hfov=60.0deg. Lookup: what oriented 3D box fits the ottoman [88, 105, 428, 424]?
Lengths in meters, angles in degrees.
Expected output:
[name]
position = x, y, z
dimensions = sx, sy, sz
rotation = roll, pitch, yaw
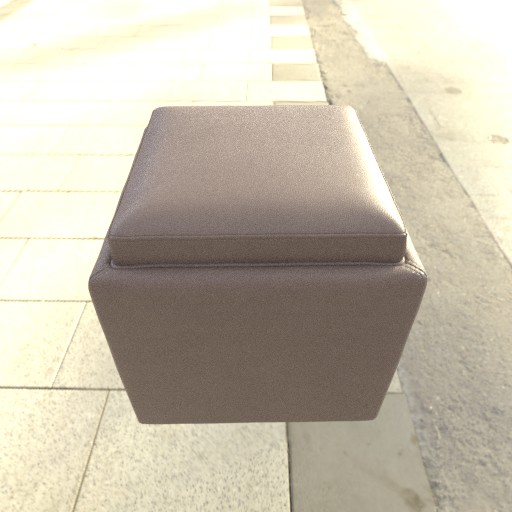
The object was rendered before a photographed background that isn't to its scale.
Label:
[ottoman]
position = 0.000, 0.000, 0.824
dimensions = 0.450, 0.460, 0.451
rotation = -1, 42, -1
